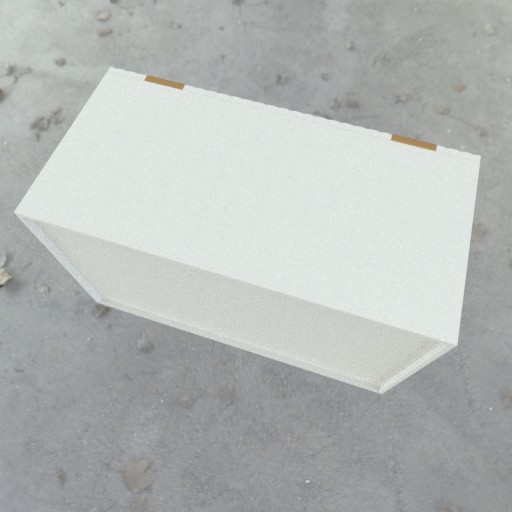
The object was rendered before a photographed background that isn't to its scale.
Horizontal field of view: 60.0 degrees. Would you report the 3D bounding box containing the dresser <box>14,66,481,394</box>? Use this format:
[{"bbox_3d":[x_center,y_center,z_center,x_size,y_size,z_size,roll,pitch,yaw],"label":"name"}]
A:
[{"bbox_3d":[0.000,0.000,1.274,0.905,0.721,0.457,16,65,8],"label":"dresser"}]
